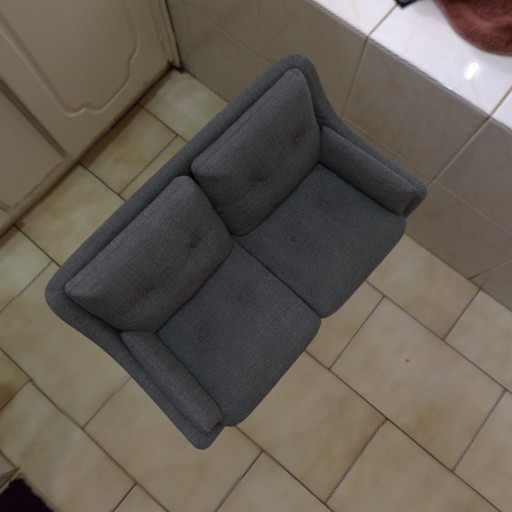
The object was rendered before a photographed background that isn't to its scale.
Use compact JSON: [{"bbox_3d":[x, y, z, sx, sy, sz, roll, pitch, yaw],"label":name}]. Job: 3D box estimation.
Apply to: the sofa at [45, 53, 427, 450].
[{"bbox_3d":[0.000,0.000,2.212,0.976,0.887,1.646,41,79,10],"label":"sofa"}]
